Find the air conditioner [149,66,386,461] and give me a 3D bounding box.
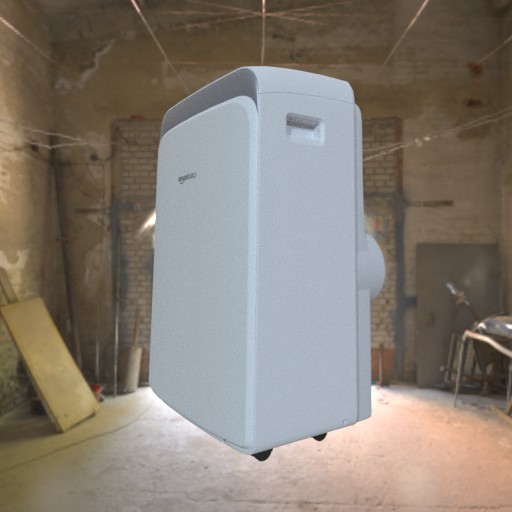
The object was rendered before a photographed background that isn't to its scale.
[{"bbox_3d":[0.000,0.000,0.967,0.365,0.700,0.454,-1,2,-35],"label":"air conditioner"}]
